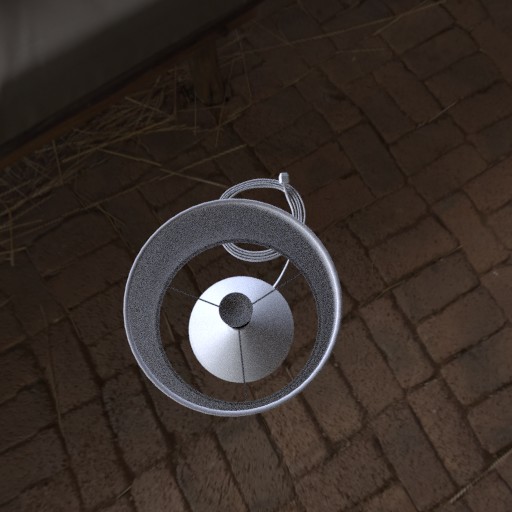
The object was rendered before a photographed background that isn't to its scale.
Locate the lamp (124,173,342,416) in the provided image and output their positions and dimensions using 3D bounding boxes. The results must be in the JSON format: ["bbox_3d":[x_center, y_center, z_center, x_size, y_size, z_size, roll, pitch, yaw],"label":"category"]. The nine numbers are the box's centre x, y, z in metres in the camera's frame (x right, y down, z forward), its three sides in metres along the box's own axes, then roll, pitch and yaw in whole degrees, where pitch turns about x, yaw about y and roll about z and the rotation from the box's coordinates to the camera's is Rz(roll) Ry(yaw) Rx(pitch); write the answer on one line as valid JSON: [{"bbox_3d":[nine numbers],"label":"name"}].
[{"bbox_3d":[0.000,0.000,0.868,0.401,0.457,0.546,35,78,9],"label":"lamp"}]
